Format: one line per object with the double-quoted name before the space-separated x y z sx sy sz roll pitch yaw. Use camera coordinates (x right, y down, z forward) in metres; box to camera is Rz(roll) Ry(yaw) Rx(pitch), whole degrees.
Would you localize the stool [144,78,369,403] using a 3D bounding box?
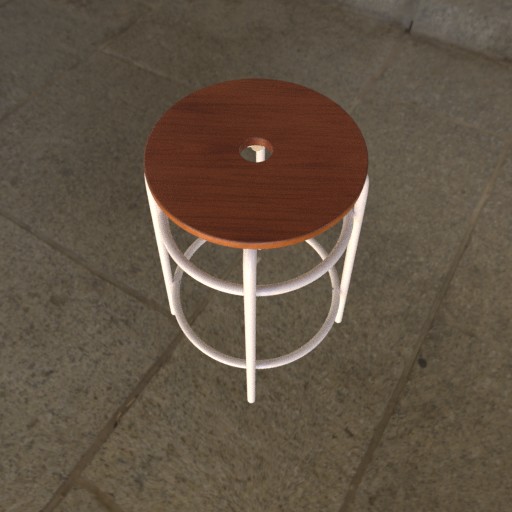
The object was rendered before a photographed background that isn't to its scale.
"stool" 0.000 0.000 0.923 0.455 0.610 0.455 3 58 2
